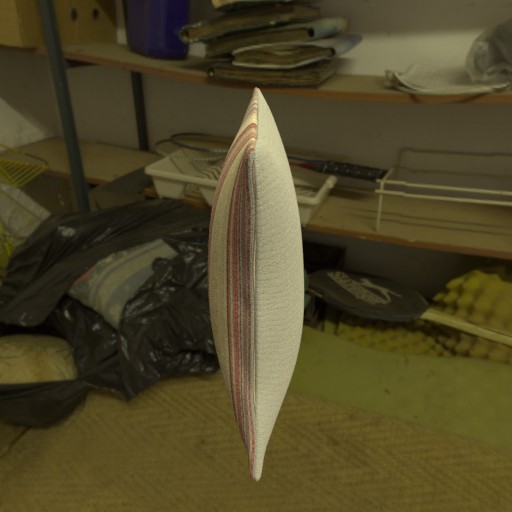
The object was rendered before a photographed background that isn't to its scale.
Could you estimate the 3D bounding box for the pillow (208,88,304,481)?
[{"bbox_3d":[0.000,0.000,0.649,0.136,0.419,0.437,0,27,1],"label":"pillow"}]
